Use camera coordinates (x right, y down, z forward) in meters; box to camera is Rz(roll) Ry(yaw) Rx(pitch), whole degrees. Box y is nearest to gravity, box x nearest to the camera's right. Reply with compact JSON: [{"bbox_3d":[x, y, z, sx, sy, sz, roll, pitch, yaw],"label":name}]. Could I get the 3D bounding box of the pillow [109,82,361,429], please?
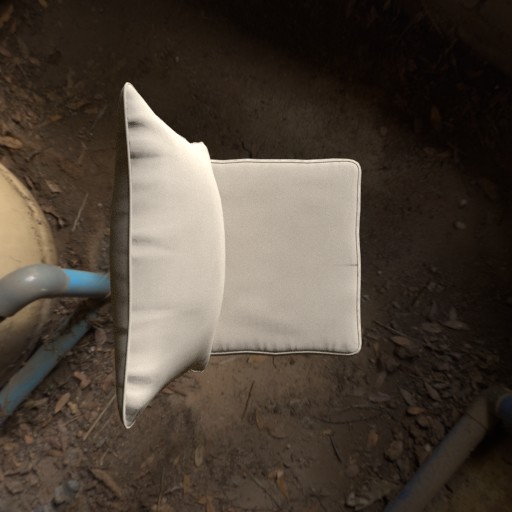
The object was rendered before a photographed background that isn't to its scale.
[{"bbox_3d":[0.000,0.000,1.314,0.733,0.716,0.798,0,89,1],"label":"pillow"}]
